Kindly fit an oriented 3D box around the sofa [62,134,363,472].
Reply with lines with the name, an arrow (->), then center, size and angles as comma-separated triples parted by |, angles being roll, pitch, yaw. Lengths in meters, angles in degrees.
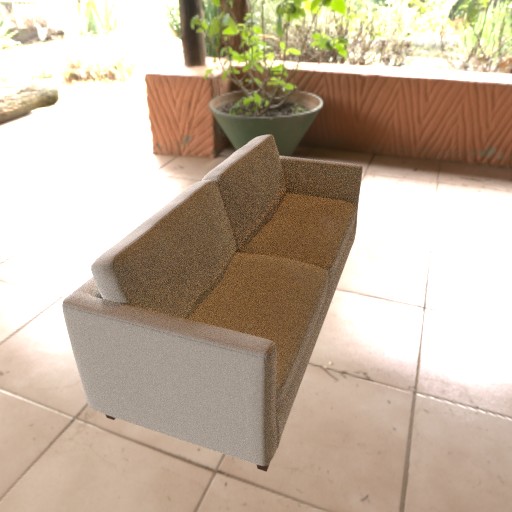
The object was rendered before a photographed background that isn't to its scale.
sofa -> 0.000, 0.000, 2.613 | 0.924, 0.933, 2.139 | 11, 32, 17
